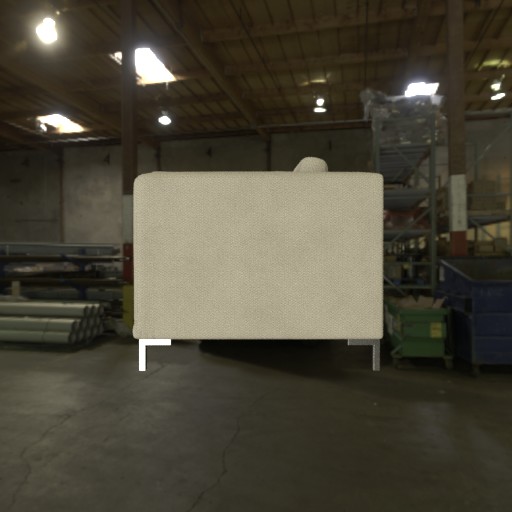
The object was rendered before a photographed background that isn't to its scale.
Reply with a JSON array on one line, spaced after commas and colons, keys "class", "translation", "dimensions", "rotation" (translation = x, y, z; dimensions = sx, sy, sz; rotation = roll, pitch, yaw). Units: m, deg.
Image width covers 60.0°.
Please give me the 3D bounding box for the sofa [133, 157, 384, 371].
[{"class": "sofa", "translation": [0.000, 0.000, 2.890], "dimensions": [0.969, 0.867, 2.415], "rotation": [0, 0, 0]}]
